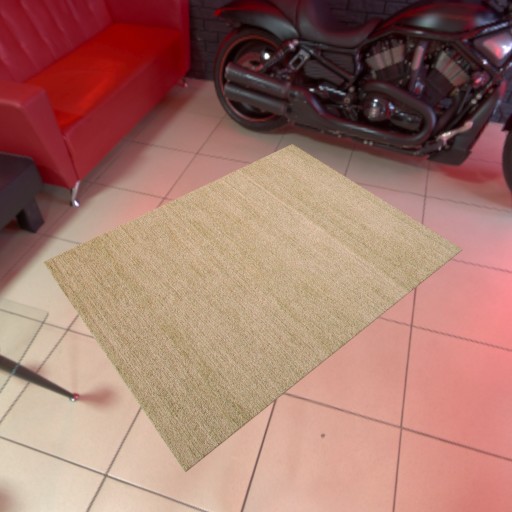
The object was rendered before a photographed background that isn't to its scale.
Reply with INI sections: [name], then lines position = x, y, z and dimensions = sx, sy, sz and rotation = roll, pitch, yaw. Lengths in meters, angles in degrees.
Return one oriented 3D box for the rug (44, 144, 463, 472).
[rug]
position = 0.000, 0.000, 4.236
dimensions = 3.198, 0.016, 2.425
rotation = -31, 53, -26
